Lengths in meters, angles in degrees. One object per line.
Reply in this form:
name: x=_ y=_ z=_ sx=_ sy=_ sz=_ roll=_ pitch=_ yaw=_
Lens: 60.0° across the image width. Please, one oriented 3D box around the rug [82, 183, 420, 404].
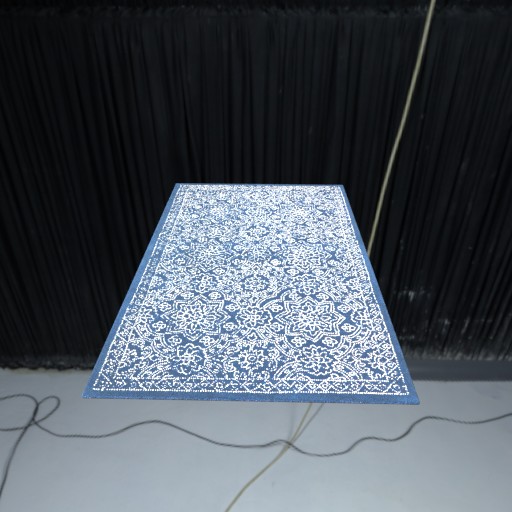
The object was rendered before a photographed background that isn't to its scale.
rug: x=0.000 y=0.000 z=3.025 sx=1.526 sy=0.015 sz=2.441 roll=1 pitch=32 yaw=1
